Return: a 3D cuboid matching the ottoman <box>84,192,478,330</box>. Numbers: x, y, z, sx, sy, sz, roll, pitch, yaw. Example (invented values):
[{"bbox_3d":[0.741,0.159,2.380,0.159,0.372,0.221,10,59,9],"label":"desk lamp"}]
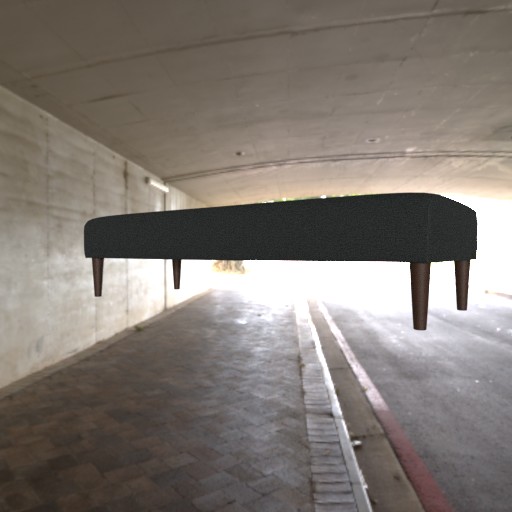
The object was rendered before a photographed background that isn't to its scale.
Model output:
[{"bbox_3d":[0.000,0.000,1.877,1.609,0.393,0.646,0,1,37],"label":"ottoman"}]
